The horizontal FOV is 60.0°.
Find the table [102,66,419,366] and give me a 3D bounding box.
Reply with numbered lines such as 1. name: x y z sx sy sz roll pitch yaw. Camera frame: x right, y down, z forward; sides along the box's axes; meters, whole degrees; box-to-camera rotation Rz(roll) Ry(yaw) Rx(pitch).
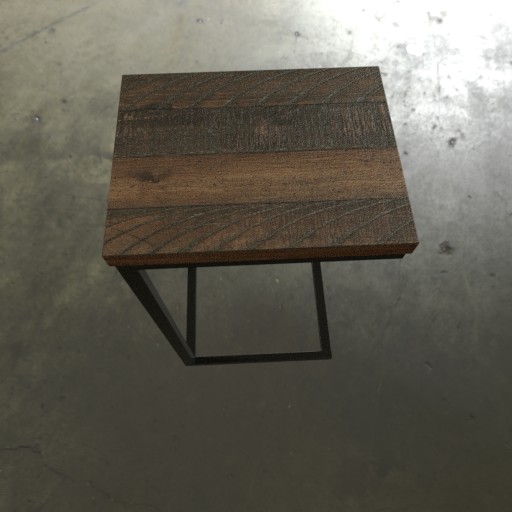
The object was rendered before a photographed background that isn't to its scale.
1. table: 0.000 0.000 0.966 0.414 0.718 0.323 -2 65 -1
